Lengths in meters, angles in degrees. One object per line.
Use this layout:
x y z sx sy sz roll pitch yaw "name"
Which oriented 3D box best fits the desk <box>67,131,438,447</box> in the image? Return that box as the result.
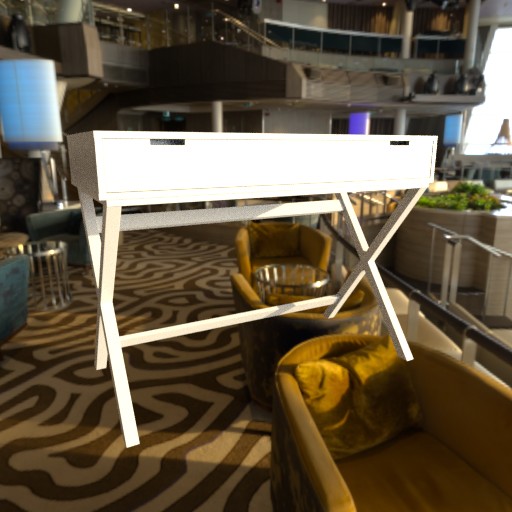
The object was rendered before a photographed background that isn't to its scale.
0.000 0.000 1.492 1.059 0.780 0.509 -7 16 -27 "desk"
